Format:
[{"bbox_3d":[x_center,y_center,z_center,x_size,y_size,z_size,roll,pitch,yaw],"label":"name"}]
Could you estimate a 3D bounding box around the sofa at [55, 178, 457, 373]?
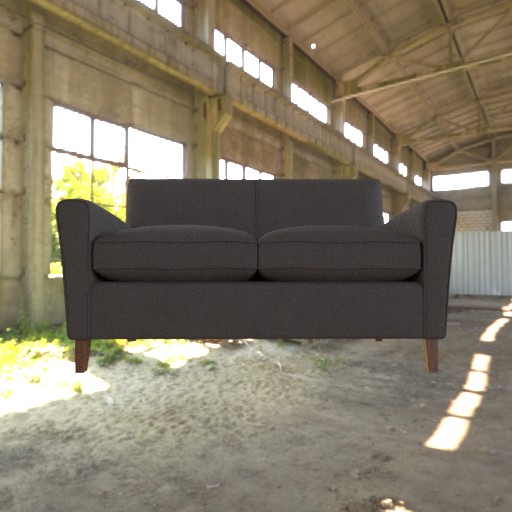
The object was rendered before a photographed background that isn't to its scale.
[{"bbox_3d":[0.000,0.000,1.979,1.420,0.846,0.871,0,-1,-1],"label":"sofa"}]
